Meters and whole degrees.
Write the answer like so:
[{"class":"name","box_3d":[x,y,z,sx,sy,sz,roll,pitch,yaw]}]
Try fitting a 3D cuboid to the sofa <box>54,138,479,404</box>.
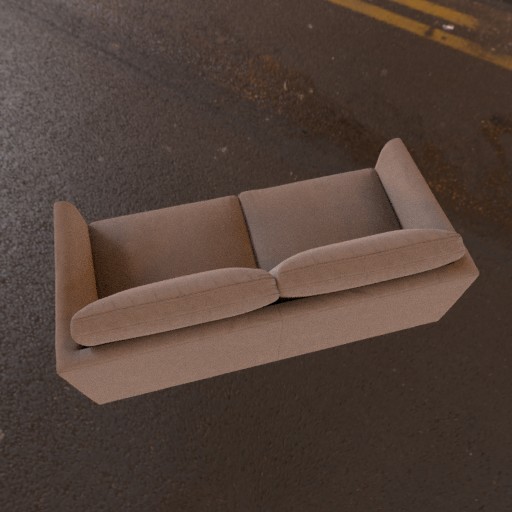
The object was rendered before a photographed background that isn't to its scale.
[{"class":"sofa","box_3d":[0.000,0.000,2.707,2.588,0.838,1.090,-12,59,-7]}]
